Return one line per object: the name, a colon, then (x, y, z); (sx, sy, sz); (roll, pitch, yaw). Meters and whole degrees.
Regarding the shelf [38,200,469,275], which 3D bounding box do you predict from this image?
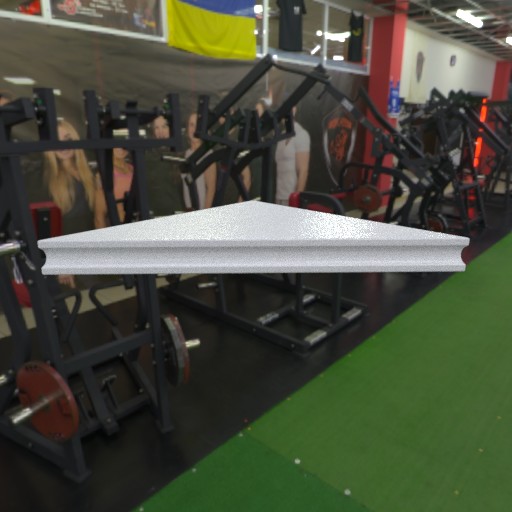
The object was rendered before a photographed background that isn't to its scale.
shelf: (0.000, 0.000, 0.432); (0.296, 0.035, 0.296); (16, 23, 41)
